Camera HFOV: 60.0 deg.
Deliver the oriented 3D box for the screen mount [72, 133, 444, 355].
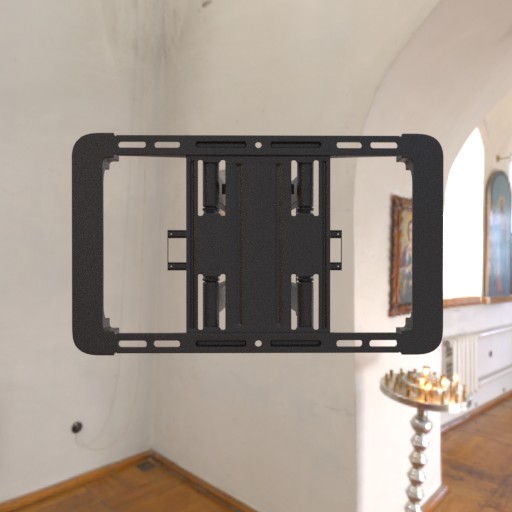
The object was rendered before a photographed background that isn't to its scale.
[{"bbox_3d":[0.000,0.000,1.316,0.725,0.483,0.905,0,0,-1],"label":"screen mount"}]
